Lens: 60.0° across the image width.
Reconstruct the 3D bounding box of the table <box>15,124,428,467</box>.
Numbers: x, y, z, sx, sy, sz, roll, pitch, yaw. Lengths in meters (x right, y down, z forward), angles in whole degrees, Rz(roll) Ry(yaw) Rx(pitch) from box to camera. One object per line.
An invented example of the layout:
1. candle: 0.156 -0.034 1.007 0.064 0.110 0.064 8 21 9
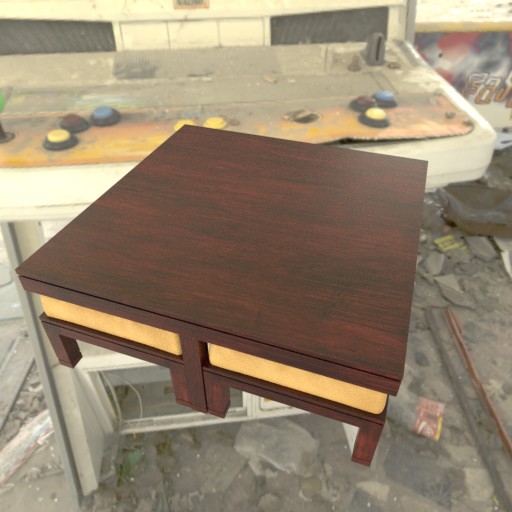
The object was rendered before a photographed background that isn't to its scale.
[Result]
1. table: 0.000 0.000 1.330 0.865 0.356 0.865 13 41 15
